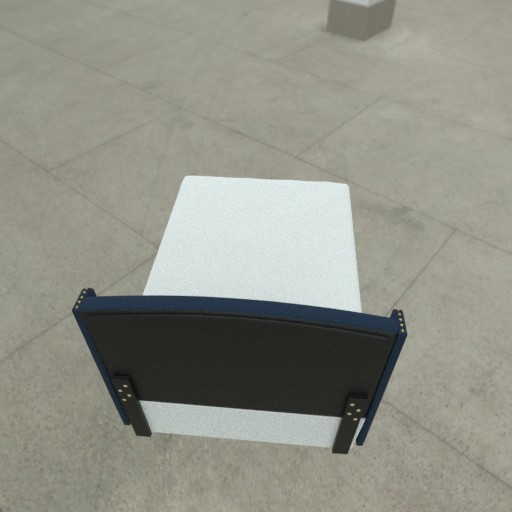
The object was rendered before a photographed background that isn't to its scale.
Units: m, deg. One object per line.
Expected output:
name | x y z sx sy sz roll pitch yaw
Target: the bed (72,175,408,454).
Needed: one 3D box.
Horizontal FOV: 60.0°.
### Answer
bed | 0.000 0.000 3.272 1.604 1.402 2.223 4 45 4
